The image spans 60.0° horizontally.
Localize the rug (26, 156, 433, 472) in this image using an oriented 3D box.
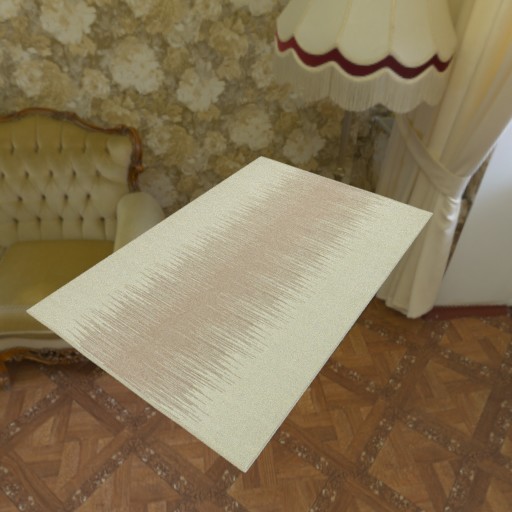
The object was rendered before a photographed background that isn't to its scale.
[{"bbox_3d":[0.000,0.000,2.297,1.234,0.006,1.850,25,46,27],"label":"rug"}]
